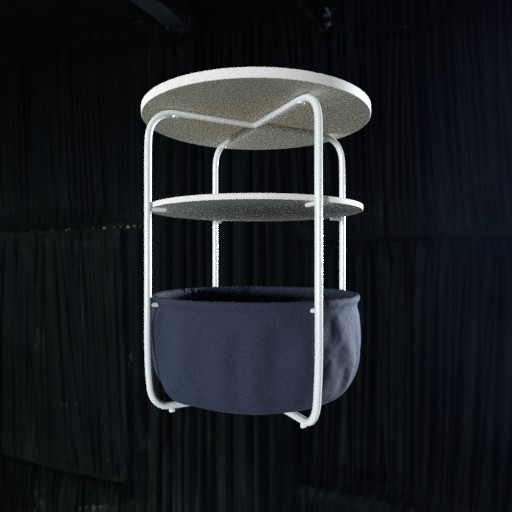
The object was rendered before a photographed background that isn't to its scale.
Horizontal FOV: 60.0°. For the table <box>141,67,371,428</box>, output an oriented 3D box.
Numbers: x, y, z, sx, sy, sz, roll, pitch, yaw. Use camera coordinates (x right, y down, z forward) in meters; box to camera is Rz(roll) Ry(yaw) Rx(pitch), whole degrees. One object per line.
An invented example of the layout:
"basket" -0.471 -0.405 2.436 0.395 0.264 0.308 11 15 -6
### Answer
"table" 0.000 0.000 0.833 0.418 0.532 0.418 0 0 18
